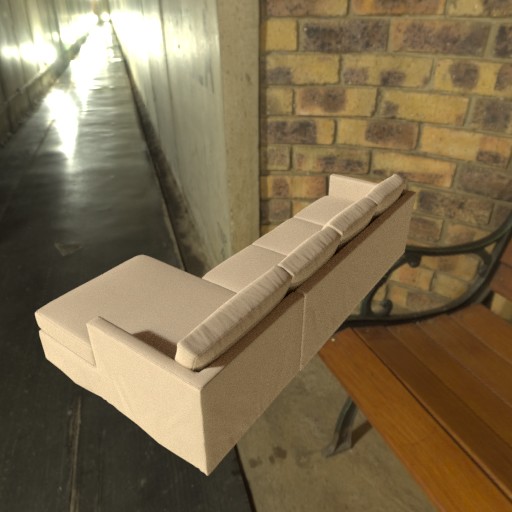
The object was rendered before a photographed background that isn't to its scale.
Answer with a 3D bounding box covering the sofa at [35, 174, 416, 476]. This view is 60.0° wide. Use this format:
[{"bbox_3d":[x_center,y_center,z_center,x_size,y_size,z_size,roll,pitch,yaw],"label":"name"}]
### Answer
[{"bbox_3d":[0.000,0.000,3.801,1.622,0.871,3.206,20,36,30],"label":"sofa"}]
